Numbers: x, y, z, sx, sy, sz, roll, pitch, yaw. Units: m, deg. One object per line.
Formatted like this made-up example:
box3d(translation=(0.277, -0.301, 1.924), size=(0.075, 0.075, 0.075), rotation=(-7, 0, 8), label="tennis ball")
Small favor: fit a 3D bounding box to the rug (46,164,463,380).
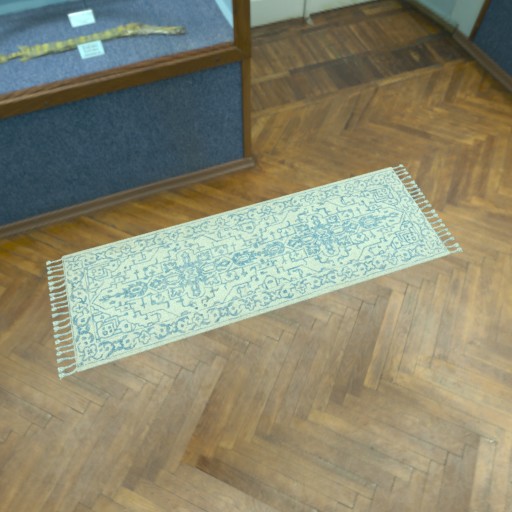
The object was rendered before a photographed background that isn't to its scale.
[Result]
box3d(translation=(0.000, 0.000, 2.720), size=(2.449, 0.011, 0.774), rotation=(-16, 60, -10), label="rug")
